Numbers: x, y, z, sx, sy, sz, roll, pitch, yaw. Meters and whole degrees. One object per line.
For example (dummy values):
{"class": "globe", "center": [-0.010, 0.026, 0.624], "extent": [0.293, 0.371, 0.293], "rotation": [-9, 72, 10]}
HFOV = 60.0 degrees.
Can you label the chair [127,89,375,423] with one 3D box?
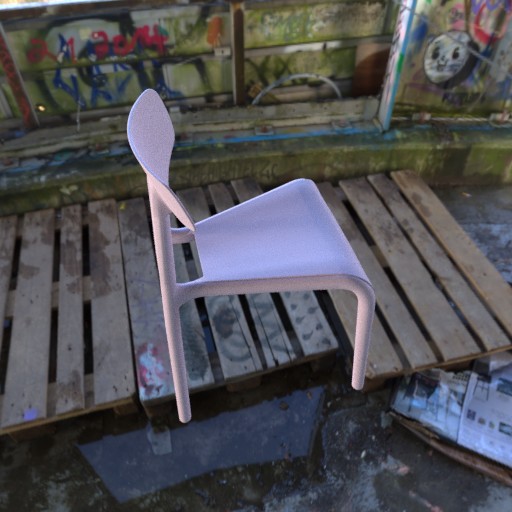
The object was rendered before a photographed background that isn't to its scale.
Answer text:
{"class": "chair", "center": [0.000, 0.000, 0.848], "extent": [0.401, 0.580, 0.356], "rotation": [-10, 47, -10]}
